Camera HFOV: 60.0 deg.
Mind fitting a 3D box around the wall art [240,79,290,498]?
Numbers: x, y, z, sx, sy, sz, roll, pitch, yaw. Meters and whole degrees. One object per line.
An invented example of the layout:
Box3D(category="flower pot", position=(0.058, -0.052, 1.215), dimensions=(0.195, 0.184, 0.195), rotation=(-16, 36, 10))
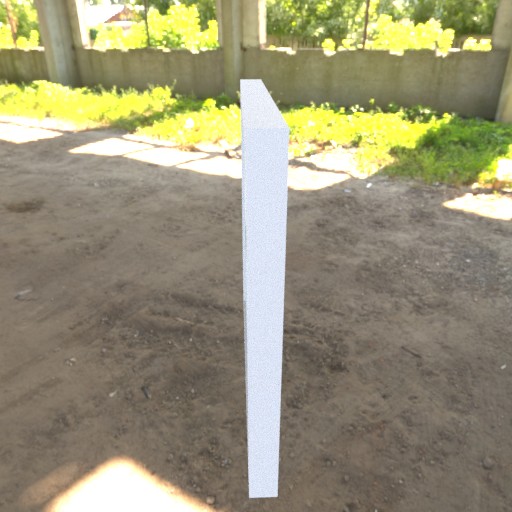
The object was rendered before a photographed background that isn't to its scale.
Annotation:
Box3D(category="wall art", position=(0.000, 0.000, 0.443), dimensions=(0.024, 0.304, 0.304), rotation=(-1, 26, -2))
